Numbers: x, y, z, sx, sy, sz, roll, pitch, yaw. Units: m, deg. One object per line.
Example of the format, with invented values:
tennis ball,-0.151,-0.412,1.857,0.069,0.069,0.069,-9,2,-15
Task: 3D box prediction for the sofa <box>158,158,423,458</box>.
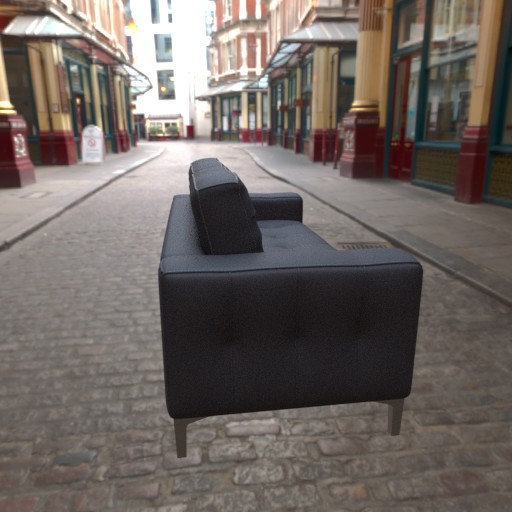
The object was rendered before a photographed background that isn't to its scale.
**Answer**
sofa,0.000,0.000,2.169,0.833,0.893,1.726,-2,16,-8
